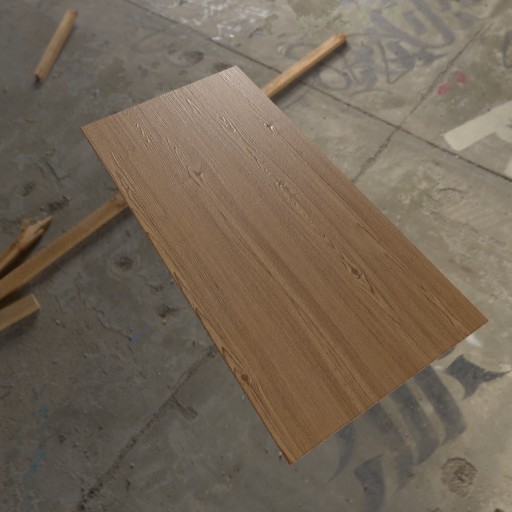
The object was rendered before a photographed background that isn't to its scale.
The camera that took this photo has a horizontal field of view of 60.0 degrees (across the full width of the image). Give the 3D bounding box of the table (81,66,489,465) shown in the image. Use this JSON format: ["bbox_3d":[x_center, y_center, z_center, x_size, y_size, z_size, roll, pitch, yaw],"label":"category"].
[{"bbox_3d":[0.000,0.000,2.232,0.901,0.750,1.797,-29,63,-16],"label":"table"}]
